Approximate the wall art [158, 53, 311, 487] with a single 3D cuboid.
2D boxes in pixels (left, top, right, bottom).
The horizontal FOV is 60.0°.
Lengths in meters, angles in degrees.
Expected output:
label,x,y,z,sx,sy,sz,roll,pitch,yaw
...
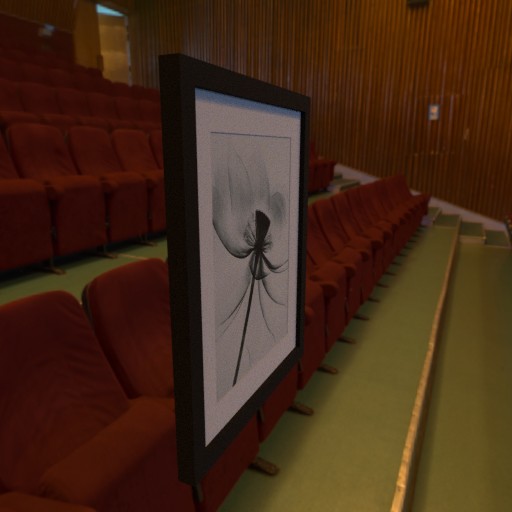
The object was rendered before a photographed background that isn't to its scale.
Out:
label,x,y,z,sx,sy,sz,roll,pitch,yaw
wall art,0.000,0.000,0.758,0.029,0.559,0.457,6,15,24
